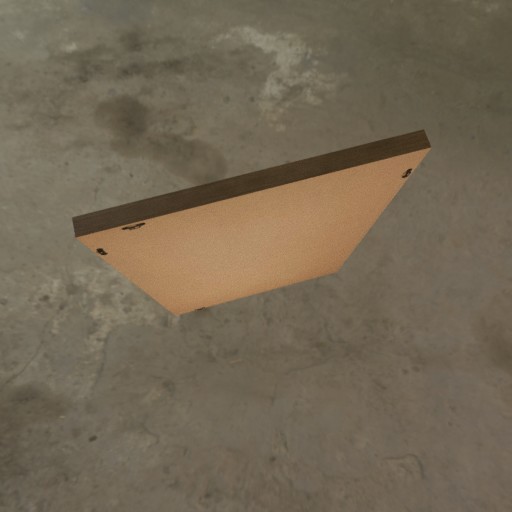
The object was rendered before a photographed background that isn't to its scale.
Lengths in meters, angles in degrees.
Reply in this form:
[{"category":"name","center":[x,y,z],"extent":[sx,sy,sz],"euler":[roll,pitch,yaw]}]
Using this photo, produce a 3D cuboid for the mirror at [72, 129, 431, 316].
[{"category":"mirror","center":[0.000,0.000,1.175],"extent":[0.609,0.915,0.041],"euler":[-15,75,-4]}]
